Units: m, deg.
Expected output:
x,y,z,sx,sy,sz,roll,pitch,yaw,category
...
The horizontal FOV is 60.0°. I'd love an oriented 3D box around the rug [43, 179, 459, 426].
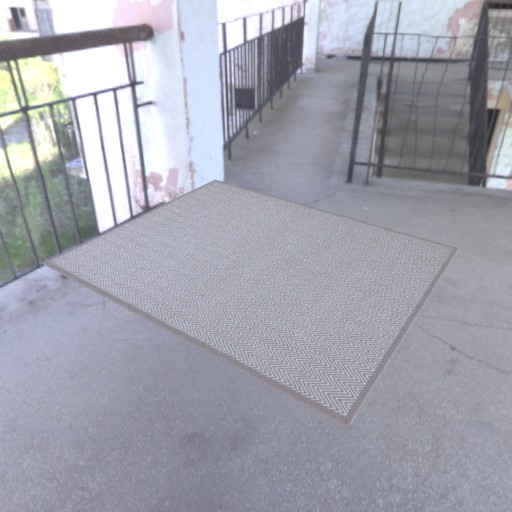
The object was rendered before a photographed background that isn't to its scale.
x,y,z,sx,sy,sz,roll,pitch,yaw,category
0.000,0.000,4.100,3.007,0.032,2.434,20,37,29,rug
